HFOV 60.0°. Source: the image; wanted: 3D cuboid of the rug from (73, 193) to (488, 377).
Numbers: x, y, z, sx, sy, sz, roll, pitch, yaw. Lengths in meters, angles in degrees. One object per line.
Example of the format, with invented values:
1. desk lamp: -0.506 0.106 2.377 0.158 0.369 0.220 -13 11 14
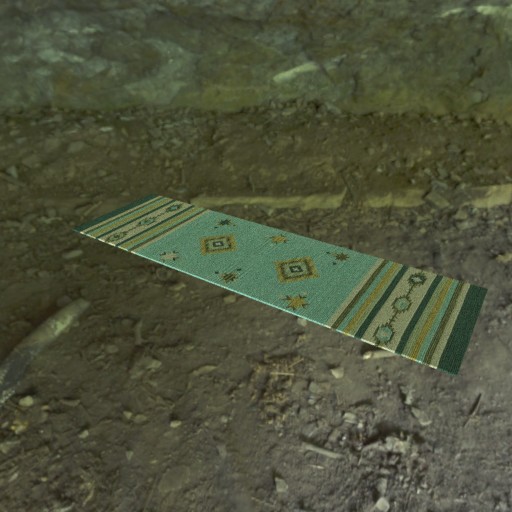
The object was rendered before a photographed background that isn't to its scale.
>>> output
1. rug: 0.000 0.000 2.652 2.441 0.010 0.744 18 35 28
